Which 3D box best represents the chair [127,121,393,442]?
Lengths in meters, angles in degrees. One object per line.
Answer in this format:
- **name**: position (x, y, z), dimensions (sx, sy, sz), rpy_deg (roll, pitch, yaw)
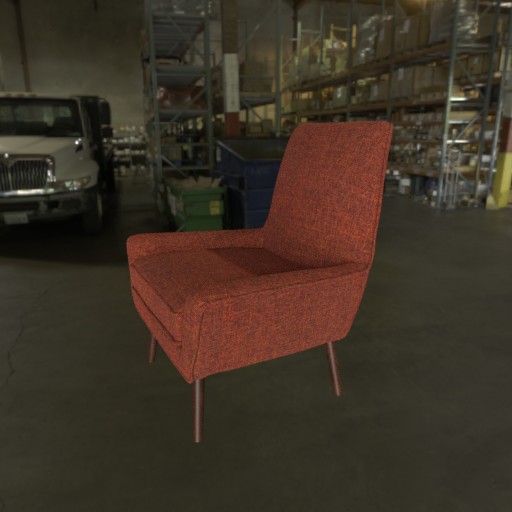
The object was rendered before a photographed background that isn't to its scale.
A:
- **chair**: position (0.000, 0.000, 1.562), dimensions (0.784, 0.911, 0.803), rpy_deg (-8, 17, -27)
